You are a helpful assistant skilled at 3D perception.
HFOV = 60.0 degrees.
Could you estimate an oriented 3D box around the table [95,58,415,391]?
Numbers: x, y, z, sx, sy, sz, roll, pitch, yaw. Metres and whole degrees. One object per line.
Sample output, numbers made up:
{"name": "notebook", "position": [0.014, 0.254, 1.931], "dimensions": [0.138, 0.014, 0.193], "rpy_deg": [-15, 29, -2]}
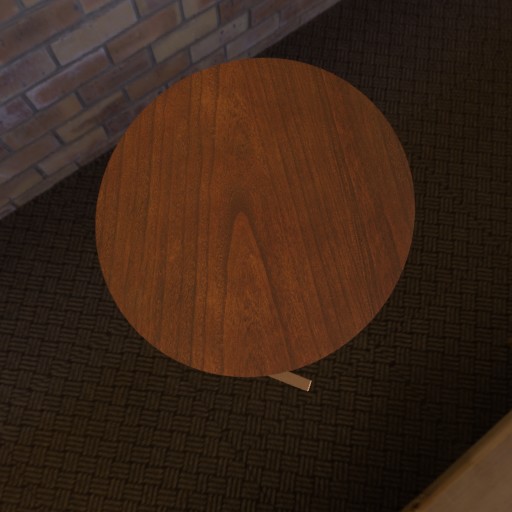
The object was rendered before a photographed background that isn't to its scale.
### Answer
{"name": "table", "position": [0.000, 0.000, 1.089], "dimensions": [0.530, 0.706, 0.577], "rpy_deg": [20, 76, 5]}
